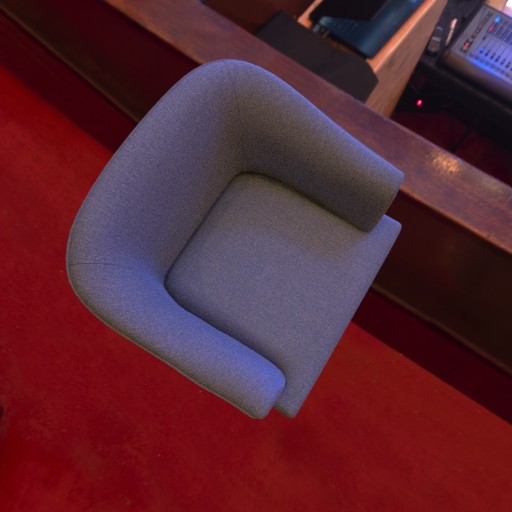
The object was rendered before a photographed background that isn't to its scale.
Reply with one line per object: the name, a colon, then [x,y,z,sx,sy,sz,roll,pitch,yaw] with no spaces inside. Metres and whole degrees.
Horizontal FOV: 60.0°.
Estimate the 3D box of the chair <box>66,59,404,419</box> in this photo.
chair: [0.000,0.000,1.381,0.704,0.815,0.798,31,77,8]
